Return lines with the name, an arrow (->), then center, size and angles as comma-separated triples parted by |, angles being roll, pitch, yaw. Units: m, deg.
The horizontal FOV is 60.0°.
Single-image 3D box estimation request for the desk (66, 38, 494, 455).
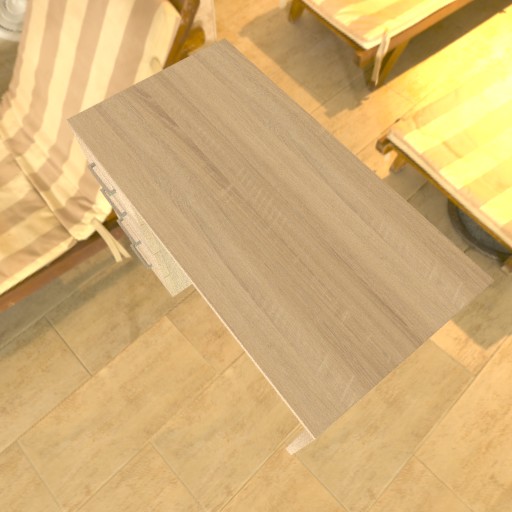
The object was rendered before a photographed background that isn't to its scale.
desk -> 0.000, 0.000, 1.506 | 0.600, 0.731, 1.100 | -35, 69, -16
